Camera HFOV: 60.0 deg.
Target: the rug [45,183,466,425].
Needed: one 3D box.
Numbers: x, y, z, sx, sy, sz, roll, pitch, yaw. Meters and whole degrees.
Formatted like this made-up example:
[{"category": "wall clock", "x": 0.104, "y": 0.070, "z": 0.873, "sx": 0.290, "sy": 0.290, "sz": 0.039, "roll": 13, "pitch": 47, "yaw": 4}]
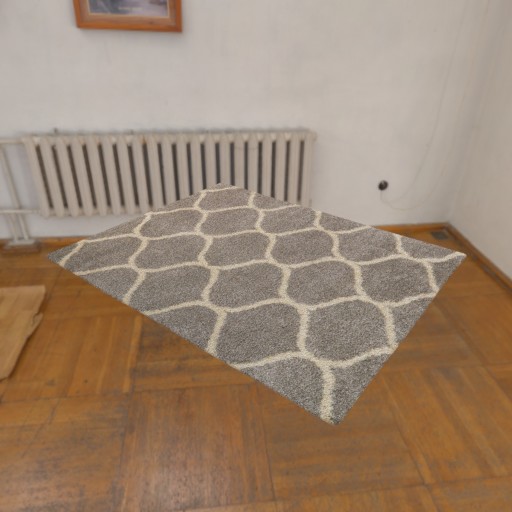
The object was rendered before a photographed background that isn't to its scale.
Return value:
[{"category": "rug", "x": 0.000, "y": 0.000, "z": 4.018, "sx": 3.000, "sy": 0.026, "sz": 2.399, "roll": 21, "pitch": 36, "yaw": 33}]
